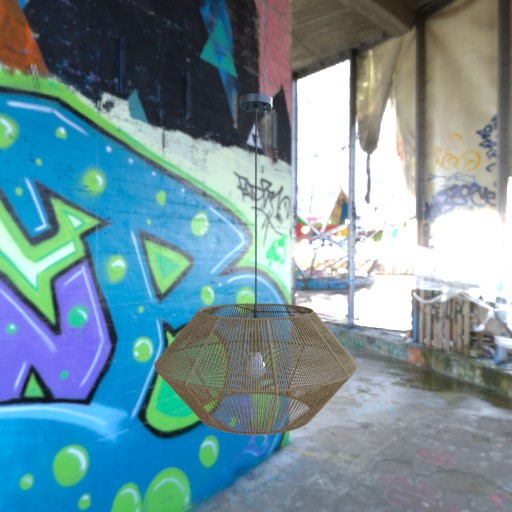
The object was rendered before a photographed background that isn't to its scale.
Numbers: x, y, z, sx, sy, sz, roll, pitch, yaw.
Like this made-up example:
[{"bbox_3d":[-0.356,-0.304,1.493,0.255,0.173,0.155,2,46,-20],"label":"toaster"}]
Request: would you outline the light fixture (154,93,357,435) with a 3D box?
[{"bbox_3d":[0.000,0.000,1.431,0.643,1.009,0.643,0,0,0],"label":"light fixture"}]
